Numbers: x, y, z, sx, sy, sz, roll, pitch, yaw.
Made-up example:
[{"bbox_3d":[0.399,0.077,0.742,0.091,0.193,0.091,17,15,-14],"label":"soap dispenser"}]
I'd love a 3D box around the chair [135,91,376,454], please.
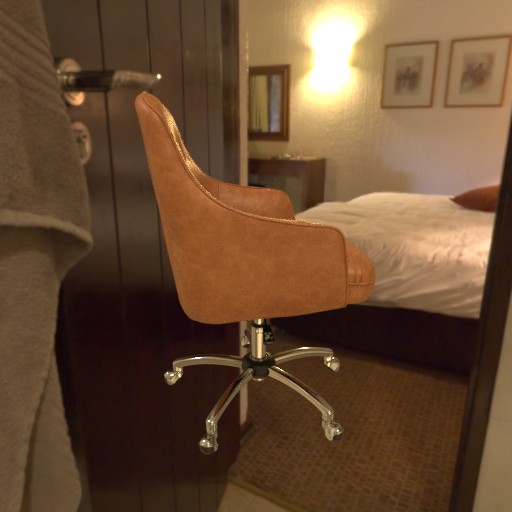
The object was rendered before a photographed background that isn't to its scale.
[{"bbox_3d":[0.000,0.000,1.323,0.615,0.909,0.628,-2,16,-8],"label":"chair"}]
